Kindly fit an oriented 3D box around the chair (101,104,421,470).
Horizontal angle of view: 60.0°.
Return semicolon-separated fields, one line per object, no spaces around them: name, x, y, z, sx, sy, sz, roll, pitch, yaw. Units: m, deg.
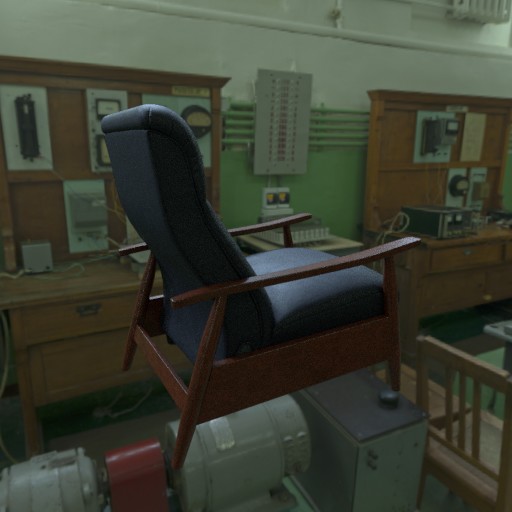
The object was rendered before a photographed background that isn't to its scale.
chair;0.000;0.000;1.770;1.014;1.082;0.762;-8;16;-28
